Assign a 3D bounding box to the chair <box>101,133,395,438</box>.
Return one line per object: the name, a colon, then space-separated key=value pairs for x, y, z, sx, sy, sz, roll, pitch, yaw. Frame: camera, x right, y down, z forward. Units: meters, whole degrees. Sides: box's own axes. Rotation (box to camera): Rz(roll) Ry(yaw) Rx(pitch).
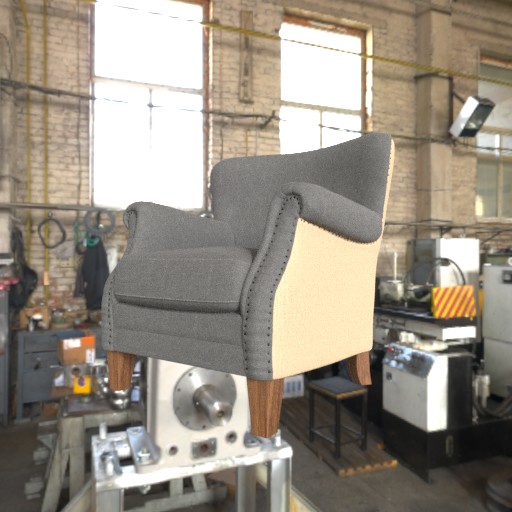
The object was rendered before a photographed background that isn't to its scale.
chair: x=0.000 y=0.000 z=1.649 sx=0.861 sy=0.936 sz=0.921 roll=0 pitch=-1 yaw=36
